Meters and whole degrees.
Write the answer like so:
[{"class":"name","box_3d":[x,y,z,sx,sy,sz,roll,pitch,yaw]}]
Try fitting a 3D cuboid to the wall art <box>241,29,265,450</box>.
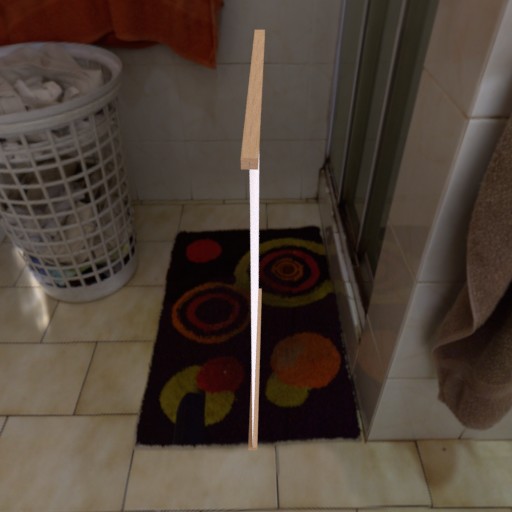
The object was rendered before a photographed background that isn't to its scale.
[{"class":"wall art","box_3d":[0.000,0.000,0.639,0.013,0.510,0.335,1,42,1]}]
